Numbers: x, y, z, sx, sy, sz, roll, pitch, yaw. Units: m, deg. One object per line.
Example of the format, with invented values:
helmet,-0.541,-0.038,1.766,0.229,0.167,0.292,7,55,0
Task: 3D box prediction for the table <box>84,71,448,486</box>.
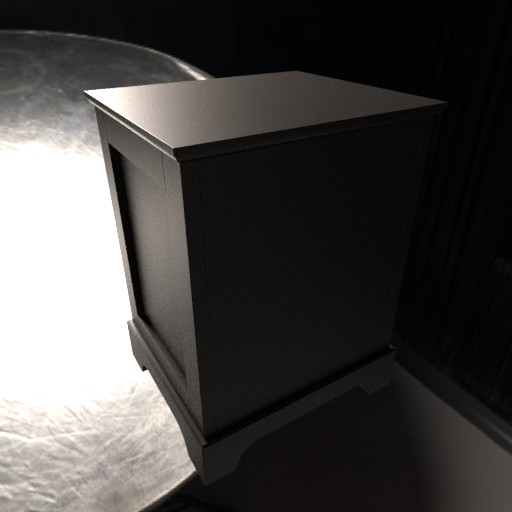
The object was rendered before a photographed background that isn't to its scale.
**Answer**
table,0.000,0.000,0.884,0.460,0.610,0.399,-17,35,-27
